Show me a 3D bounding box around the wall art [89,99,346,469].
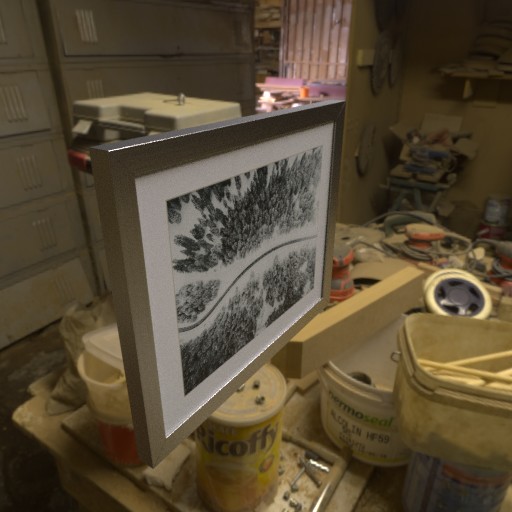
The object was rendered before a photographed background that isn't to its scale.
[{"bbox_3d":[0.000,0.000,0.755,0.032,0.456,0.557,17,30,31],"label":"wall art"}]
